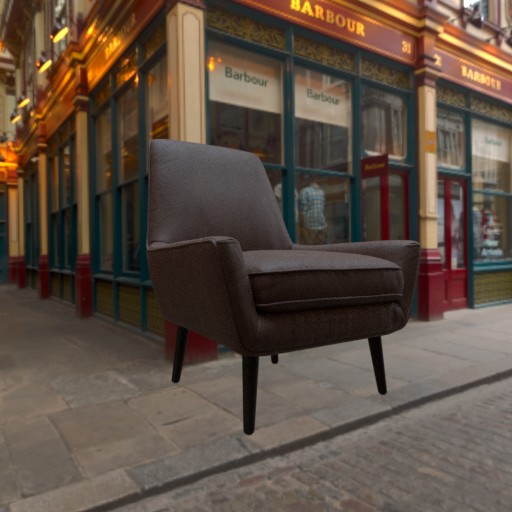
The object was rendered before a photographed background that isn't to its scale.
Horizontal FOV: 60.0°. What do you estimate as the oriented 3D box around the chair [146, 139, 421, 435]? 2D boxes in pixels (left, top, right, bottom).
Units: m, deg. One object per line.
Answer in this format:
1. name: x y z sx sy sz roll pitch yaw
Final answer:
1. chair: 0.000 0.000 1.534 0.787 0.888 0.824 -1 1 -36
